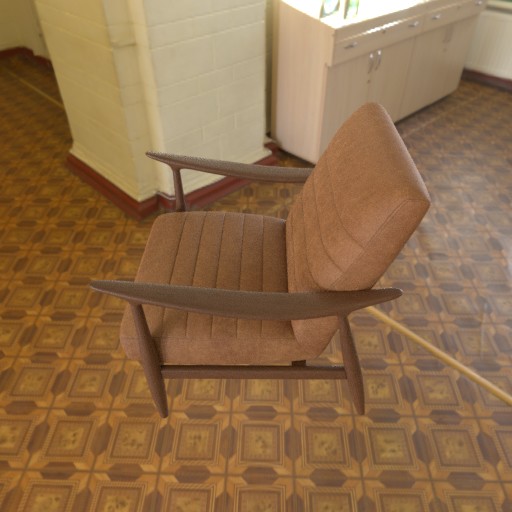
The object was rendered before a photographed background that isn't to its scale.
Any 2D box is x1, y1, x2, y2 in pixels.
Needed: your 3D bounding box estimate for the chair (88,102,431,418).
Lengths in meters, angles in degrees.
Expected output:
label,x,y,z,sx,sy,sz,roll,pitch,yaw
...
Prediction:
label,x,y,z,sx,sy,sz,roll,pitch,yaw
chair,0.000,0.000,1.436,0.798,0.832,0.741,1,41,1
